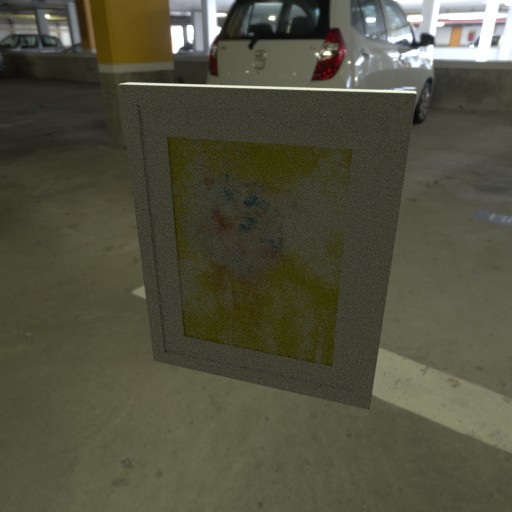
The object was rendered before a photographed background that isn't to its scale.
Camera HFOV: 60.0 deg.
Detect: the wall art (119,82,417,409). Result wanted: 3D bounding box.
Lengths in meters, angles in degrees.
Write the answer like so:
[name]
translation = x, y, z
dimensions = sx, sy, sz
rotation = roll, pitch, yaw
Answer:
[wall art]
translation = 0.000, 0.000, 0.778
dimensions = 0.454, 0.556, 0.028
rotation = 8, 27, 16
